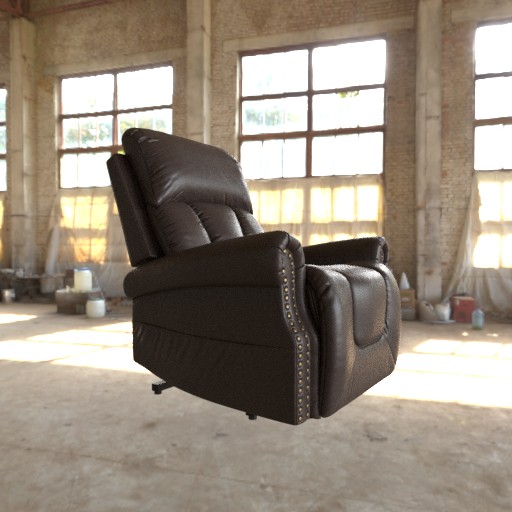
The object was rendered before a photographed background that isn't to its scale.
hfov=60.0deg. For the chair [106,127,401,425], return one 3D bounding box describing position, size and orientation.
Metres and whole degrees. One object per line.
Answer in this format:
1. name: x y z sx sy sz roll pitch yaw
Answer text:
1. chair: 0.000 0.000 1.726 0.978 1.028 0.869 1 1 36
